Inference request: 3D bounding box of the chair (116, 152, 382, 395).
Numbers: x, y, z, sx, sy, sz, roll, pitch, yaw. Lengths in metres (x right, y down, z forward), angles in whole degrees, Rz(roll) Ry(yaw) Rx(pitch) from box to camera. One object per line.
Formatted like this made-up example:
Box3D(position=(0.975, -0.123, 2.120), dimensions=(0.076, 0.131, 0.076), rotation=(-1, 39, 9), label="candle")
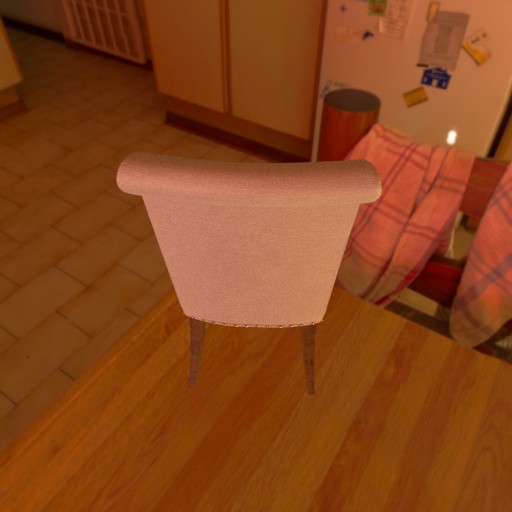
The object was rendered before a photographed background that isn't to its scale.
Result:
Box3D(position=(0.000, 0.000, 1.369), dimensions=(0.513, 0.988, 0.608), rotation=(3, 45, 3), label="chair")
